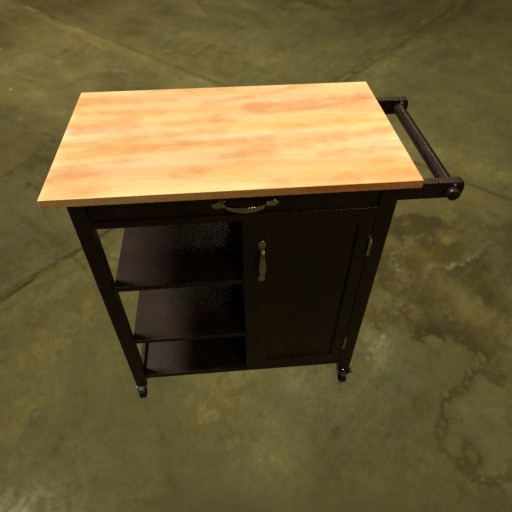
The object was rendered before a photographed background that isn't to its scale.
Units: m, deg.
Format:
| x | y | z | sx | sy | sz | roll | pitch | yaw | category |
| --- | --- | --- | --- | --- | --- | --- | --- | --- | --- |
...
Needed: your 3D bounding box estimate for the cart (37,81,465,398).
| x | y | z | sx | sy | sz | roll | pitch | yaw | category |
| --- | --- | --- | --- | --- | --- | --- | --- | --- | --- |
| 0.000 | 0.000 | 1.385 | 0.914 | 0.878 | 0.472 | -4 | 46 | -3 | cart |
